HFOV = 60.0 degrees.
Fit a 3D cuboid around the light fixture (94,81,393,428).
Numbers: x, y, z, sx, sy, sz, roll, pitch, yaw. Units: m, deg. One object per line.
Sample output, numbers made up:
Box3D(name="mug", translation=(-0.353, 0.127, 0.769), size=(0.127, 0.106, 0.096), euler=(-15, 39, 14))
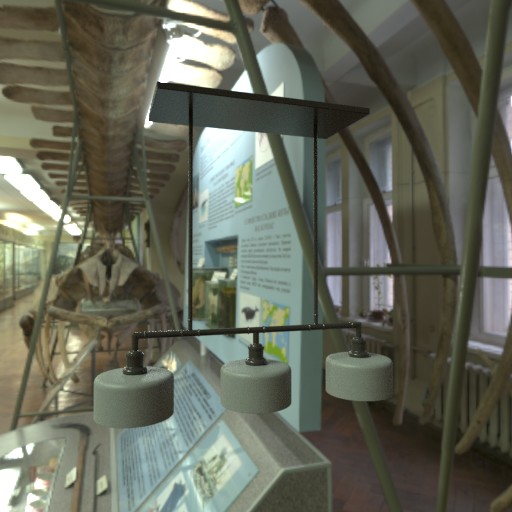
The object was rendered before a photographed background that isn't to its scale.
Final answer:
Box3D(name="light fixture", translation=(0.000, 0.000, 0.852), size=(0.582, 0.557, 0.177), euler=(0, -1, -18))
